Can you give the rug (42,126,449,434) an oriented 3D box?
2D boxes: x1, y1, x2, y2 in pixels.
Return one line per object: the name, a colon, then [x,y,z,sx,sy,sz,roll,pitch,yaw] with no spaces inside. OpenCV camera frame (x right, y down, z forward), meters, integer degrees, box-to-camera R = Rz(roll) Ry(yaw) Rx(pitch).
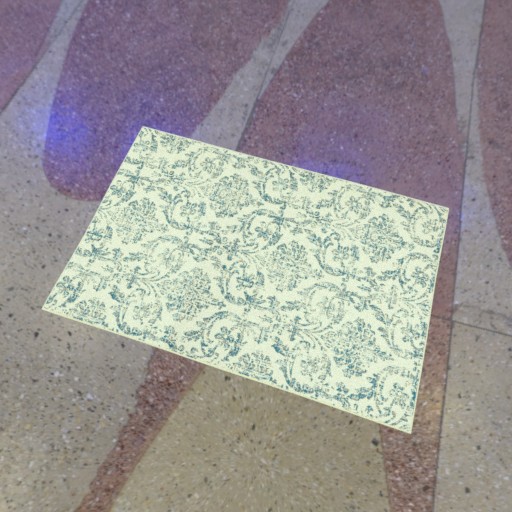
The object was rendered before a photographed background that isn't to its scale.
rug: [0.000,0.000,3.460,2.746,0.018,1.819,17,66,7]
